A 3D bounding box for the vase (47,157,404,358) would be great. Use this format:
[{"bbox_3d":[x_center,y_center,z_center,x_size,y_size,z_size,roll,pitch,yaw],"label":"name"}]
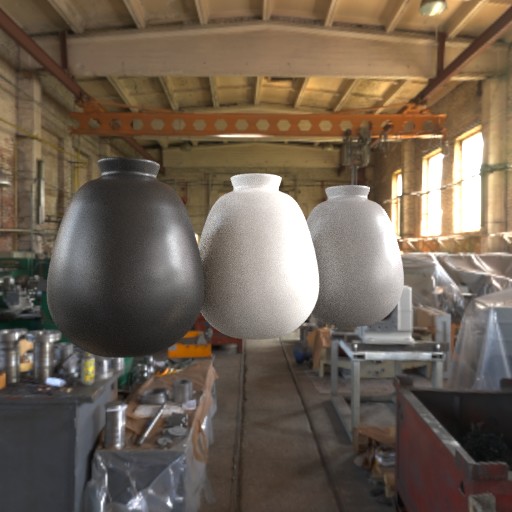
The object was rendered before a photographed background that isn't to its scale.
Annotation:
[{"bbox_3d":[0.000,0.000,0.345,0.297,0.122,0.097,0,1,-34],"label":"vase"}]
